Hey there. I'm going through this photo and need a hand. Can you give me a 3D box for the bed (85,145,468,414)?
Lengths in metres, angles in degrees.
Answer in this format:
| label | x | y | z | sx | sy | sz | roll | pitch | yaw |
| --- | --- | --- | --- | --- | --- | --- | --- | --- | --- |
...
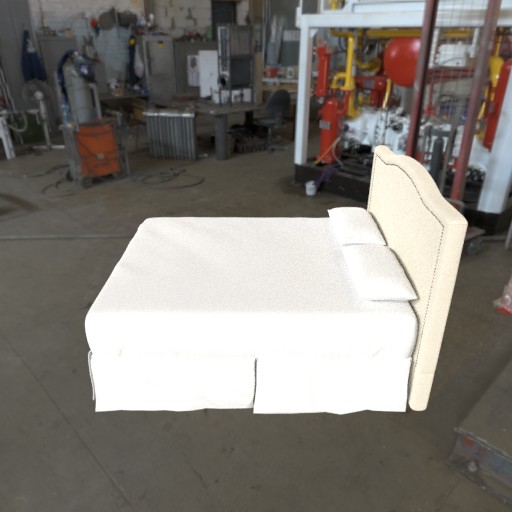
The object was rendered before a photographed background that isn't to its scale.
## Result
| label | x | y | z | sx | sy | sz | roll | pitch | yaw |
| --- | --- | --- | --- | --- | --- | --- | --- | --- | --- |
| bed | 0.000 | 0.000 | 3.309 | 2.196 | 1.449 | 1.741 | 0 | 27 | 1 |
